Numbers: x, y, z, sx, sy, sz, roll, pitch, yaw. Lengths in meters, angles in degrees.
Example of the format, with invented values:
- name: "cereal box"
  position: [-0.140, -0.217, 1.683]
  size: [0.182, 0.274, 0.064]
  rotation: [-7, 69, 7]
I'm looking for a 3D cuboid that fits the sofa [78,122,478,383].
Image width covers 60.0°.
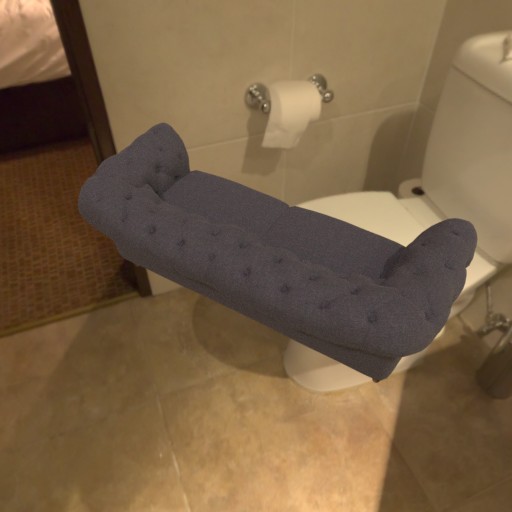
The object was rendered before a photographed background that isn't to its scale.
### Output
- name: "sofa"
  position: [0.000, 0.000, 2.814]
  size: [2.335, 0.836, 1.046]
  rotation: [23, 50, 21]
